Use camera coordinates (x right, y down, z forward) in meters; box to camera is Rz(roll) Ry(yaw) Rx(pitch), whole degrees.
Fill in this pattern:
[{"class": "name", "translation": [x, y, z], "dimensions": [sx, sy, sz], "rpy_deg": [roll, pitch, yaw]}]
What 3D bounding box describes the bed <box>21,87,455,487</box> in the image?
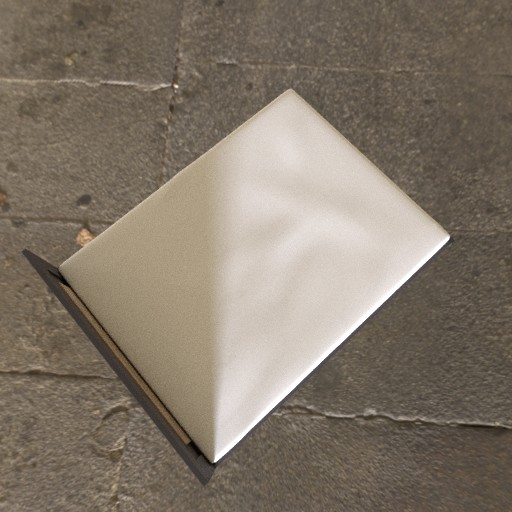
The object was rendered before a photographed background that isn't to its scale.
[{"class": "bed", "translation": [0.000, 0.000, 2.878], "dimensions": [2.073, 0.823, 1.585], "rpy_deg": [-41, 77, -11]}]
